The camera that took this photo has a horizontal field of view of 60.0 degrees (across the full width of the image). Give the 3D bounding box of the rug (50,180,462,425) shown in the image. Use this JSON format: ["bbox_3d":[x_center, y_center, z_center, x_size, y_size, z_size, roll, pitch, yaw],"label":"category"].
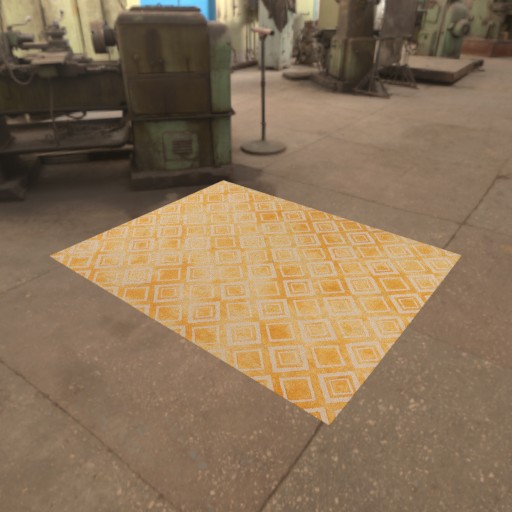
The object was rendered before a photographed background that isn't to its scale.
[{"bbox_3d":[0.000,0.000,4.182,3.037,0.011,2.433,23,38,32],"label":"rug"}]
